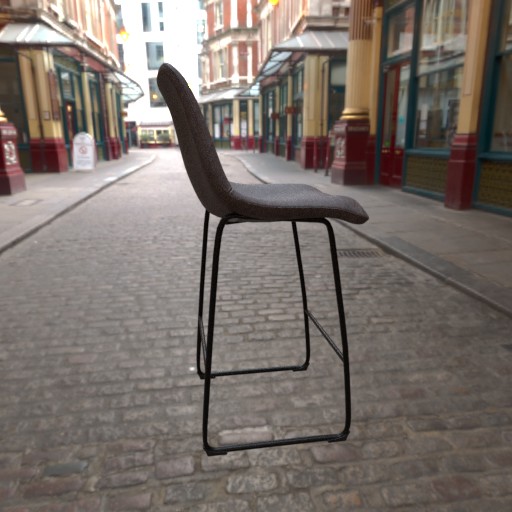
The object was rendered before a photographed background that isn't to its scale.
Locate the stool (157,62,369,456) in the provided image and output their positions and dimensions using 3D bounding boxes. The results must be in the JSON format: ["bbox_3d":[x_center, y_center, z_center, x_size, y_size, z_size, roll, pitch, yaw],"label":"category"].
[{"bbox_3d":[0.000,0.000,1.410,0.561,1.082,0.514,-2,15,-9],"label":"stool"}]
